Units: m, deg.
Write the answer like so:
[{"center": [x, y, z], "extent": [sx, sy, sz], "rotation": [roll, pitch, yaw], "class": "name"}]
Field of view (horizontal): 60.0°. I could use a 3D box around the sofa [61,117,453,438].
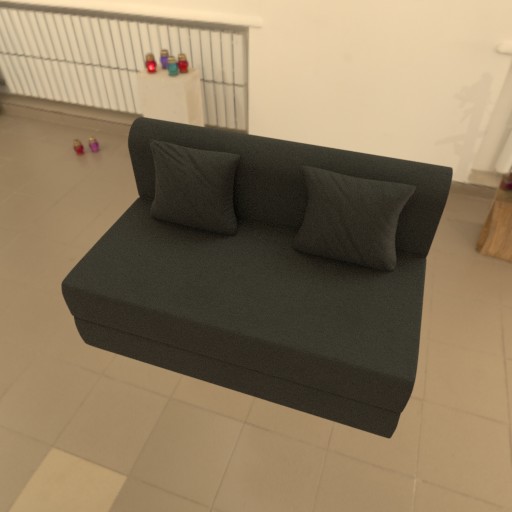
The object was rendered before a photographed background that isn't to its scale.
[{"center": [0.000, 0.000, 1.676], "extent": [1.225, 0.670, 0.762], "rotation": [13, 44, 14], "class": "sofa"}]
